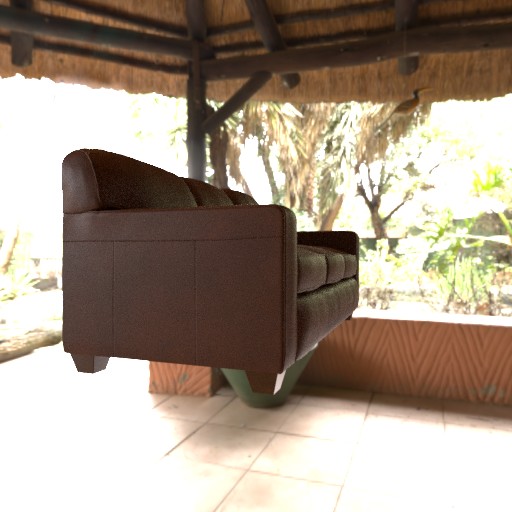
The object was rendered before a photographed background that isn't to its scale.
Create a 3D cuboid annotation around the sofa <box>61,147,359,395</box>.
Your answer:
[{"bbox_3d":[0.000,0.000,2.575,1.008,0.953,2.039,0,0,20],"label":"sofa"}]
